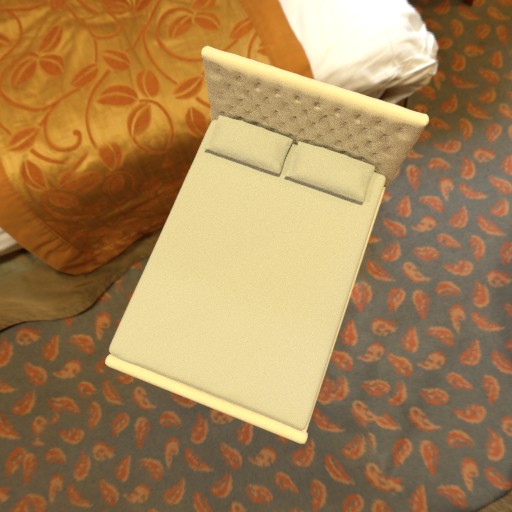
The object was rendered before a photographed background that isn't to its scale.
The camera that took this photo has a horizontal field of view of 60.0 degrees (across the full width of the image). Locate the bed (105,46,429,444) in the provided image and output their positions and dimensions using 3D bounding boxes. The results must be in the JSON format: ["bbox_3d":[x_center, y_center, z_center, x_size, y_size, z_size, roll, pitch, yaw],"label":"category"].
[{"bbox_3d":[0.000,0.000,3.485,1.698,1.427,2.387,20,74,6],"label":"bed"}]
